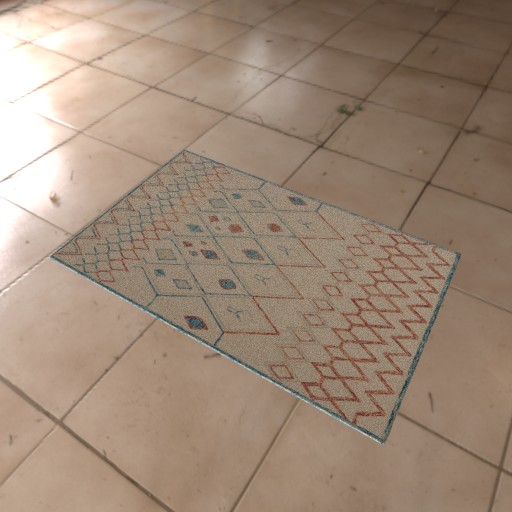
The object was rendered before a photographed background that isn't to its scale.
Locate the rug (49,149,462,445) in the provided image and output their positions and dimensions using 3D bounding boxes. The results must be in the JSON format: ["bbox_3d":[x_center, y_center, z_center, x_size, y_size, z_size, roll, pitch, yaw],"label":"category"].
[{"bbox_3d":[0.000,0.000,3.085,2.438,0.015,1.524,24,52,21],"label":"rug"}]
